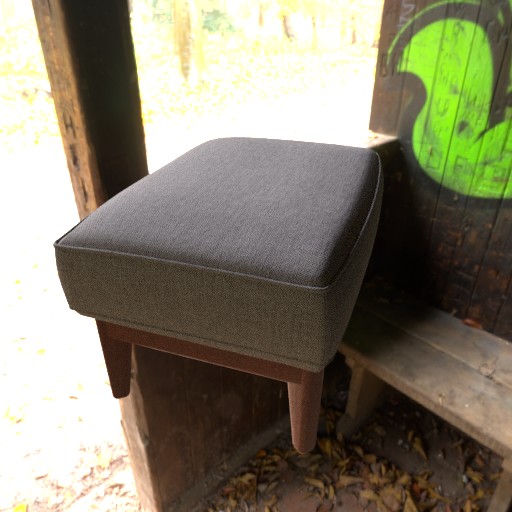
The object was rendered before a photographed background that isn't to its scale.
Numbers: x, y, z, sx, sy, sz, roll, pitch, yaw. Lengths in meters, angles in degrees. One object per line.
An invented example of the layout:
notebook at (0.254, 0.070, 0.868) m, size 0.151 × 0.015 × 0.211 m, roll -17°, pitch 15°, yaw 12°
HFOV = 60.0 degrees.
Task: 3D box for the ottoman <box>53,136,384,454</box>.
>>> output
ottoman at (0.000, 0.000, 1.100) m, size 0.555 × 0.458 × 0.750 m, roll 10°, pitch 31°, yaw 16°
